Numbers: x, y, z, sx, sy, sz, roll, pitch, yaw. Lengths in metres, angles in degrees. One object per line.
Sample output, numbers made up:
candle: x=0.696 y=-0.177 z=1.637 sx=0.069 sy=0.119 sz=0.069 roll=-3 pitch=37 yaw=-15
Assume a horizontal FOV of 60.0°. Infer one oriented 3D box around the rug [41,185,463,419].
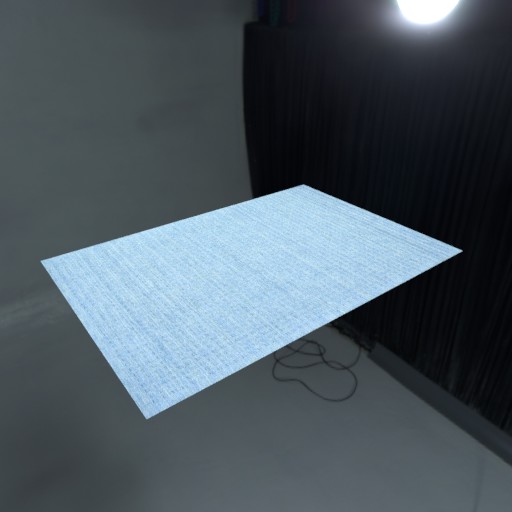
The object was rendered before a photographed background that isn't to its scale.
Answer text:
rug: x=0.000 y=0.000 z=3.685 sx=2.895 sy=0.006 sz=1.982 roll=-21 pitch=36 yaw=-32
